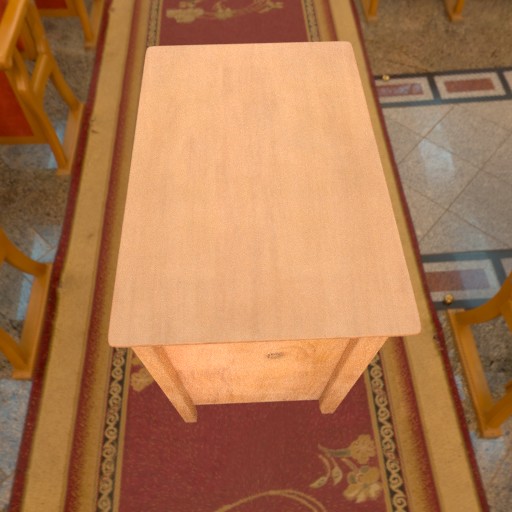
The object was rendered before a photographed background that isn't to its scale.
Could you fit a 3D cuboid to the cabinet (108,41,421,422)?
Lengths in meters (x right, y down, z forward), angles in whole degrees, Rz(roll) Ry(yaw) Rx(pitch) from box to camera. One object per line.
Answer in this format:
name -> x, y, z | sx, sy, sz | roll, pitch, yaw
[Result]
cabinet -> 0.000, 0.000, 1.221 | 0.503, 0.762, 0.763 | -2, 59, -1
